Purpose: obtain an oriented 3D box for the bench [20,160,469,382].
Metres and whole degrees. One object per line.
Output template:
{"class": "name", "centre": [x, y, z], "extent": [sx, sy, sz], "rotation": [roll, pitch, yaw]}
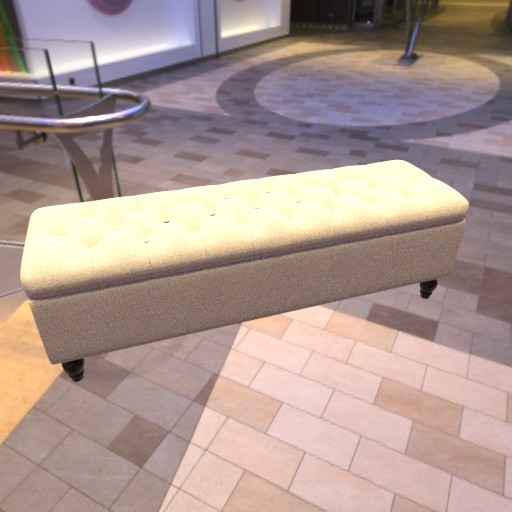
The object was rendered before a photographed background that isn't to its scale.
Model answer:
{"class": "bench", "centre": [0.000, 0.000, 1.652], "extent": [1.480, 0.467, 0.455], "rotation": [-10, 34, -16]}
